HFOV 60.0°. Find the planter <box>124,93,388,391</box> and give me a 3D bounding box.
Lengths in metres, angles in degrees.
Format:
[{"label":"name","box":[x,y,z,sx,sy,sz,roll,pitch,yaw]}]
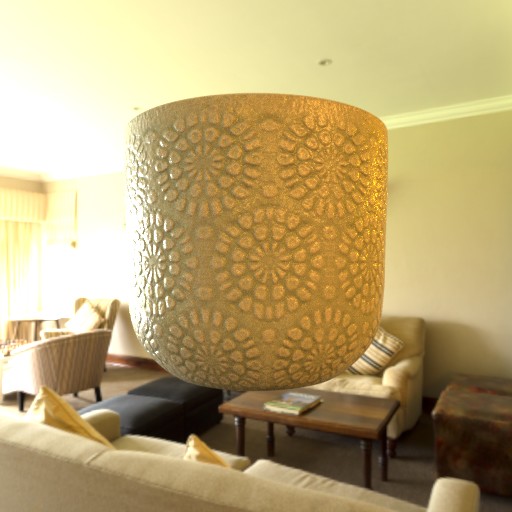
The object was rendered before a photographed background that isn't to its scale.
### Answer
[{"label":"planter","box":[0.000,0.000,0.294,0.169,0.153,0.169,0,-1,0]}]
